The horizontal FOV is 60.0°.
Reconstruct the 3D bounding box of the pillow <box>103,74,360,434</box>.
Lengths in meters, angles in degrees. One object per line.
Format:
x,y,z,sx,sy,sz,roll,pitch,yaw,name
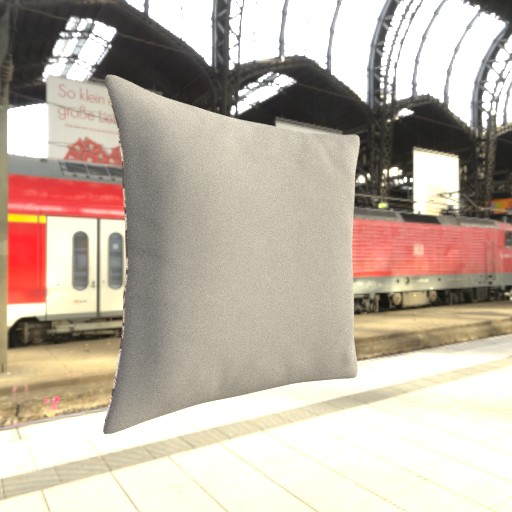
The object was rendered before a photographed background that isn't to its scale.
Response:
0.000,0.000,0.776,0.526,0.507,0.166,0,-1,-36,pillow
